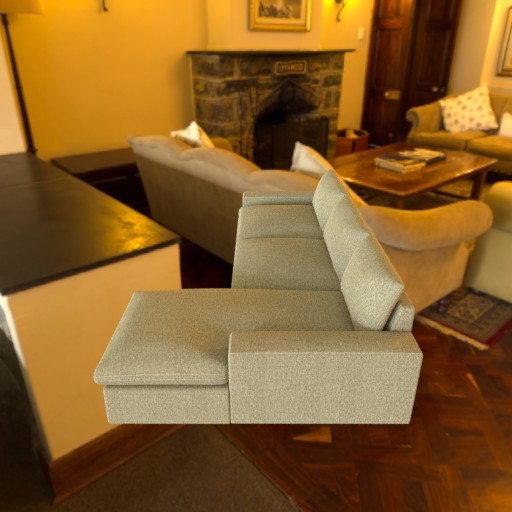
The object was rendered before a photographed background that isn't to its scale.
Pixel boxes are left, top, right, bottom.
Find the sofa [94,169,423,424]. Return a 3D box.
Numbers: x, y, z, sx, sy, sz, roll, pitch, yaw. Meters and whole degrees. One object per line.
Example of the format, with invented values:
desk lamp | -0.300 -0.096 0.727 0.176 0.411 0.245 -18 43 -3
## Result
sofa | 0.000 0.000 3.486 1.689 0.813 2.718 0 26 0
